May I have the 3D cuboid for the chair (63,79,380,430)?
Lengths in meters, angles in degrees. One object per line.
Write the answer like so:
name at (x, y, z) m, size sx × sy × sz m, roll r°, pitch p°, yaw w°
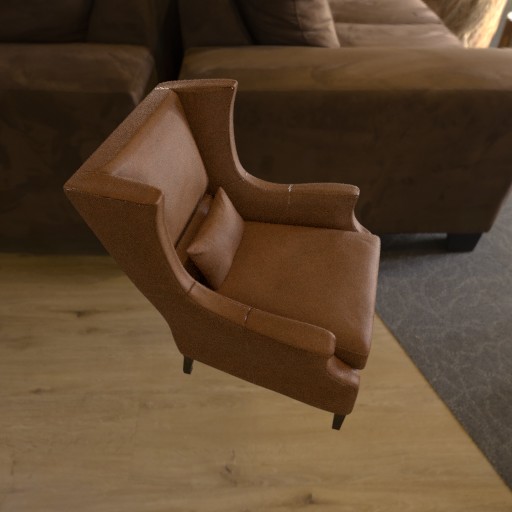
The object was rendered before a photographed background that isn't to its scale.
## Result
chair at (0.000, 0.000, 1.683) m, size 0.925 × 1.016 × 0.852 m, roll 10°, pitch 47°, yaw 10°
